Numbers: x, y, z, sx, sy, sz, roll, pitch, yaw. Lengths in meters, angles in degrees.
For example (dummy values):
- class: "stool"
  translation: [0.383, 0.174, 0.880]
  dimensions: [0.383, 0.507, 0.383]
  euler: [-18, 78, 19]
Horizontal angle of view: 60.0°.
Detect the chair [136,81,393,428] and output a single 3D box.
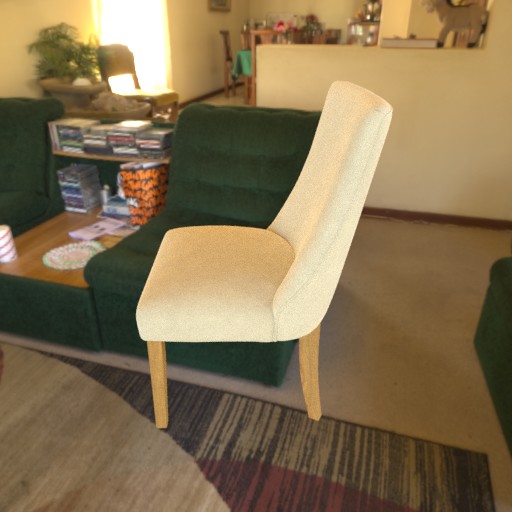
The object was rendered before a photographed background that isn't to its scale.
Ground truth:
- class: "chair"
  translation: [0.000, 0.000, 1.280]
  dimensions: [0.610, 0.902, 0.495]
  euler: [0, 28, -1]
